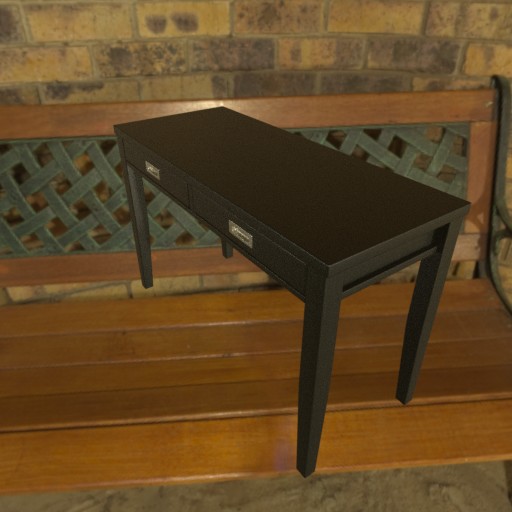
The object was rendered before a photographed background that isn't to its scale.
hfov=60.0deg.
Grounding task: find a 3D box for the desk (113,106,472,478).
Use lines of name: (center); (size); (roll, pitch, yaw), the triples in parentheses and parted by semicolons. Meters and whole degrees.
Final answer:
desk: (0.000, 0.000, 1.650); (0.508, 0.775, 1.220); (-21, 38, -29)
